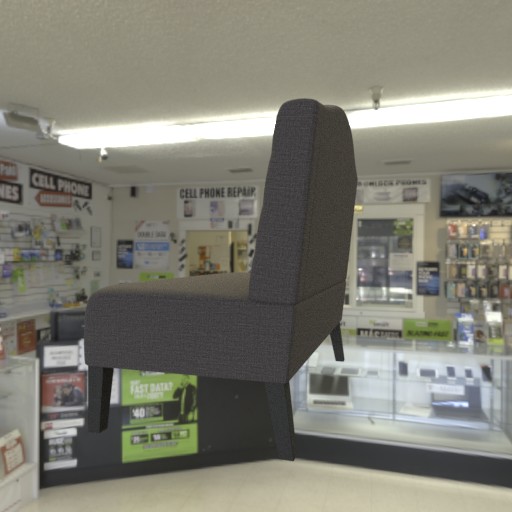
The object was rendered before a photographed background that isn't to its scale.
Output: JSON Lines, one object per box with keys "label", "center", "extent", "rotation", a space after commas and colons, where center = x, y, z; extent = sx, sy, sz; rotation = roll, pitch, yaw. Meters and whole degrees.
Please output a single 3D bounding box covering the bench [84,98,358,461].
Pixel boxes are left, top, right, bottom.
{"label": "bench", "center": [0.000, 0.000, 1.988], "extent": [0.815, 1.180, 1.335], "rotation": [0, 0, 18]}
